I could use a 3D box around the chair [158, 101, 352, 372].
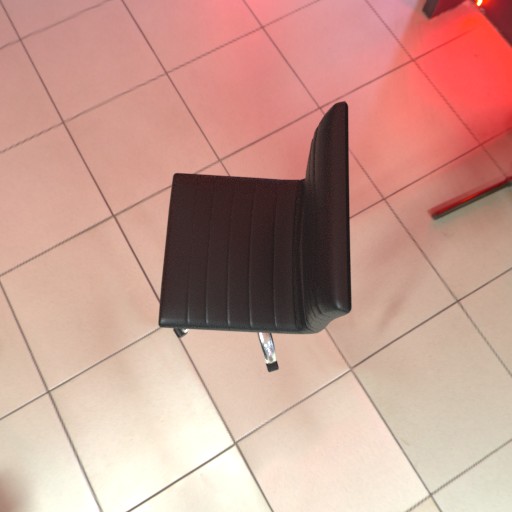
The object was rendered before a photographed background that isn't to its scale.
[{"bbox_3d":[0.000,0.000,1.125,0.530,0.780,0.556,2,74,1],"label":"chair"}]
